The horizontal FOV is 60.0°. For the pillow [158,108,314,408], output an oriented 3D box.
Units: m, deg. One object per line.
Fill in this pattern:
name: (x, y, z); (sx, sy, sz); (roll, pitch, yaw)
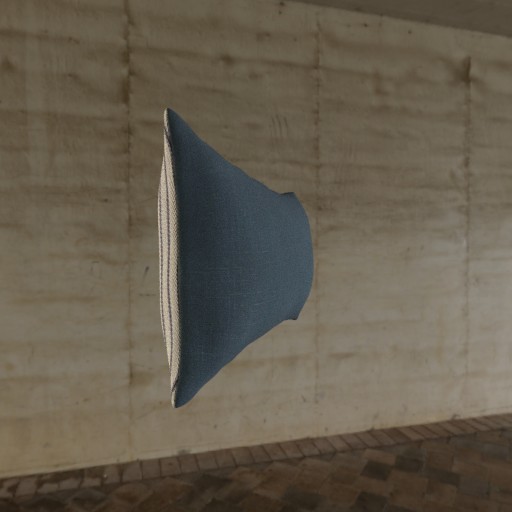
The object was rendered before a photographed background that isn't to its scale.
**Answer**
pillow: (0.000, 0.000, 0.730); (0.151, 0.305, 0.609); (0, 1, 16)
